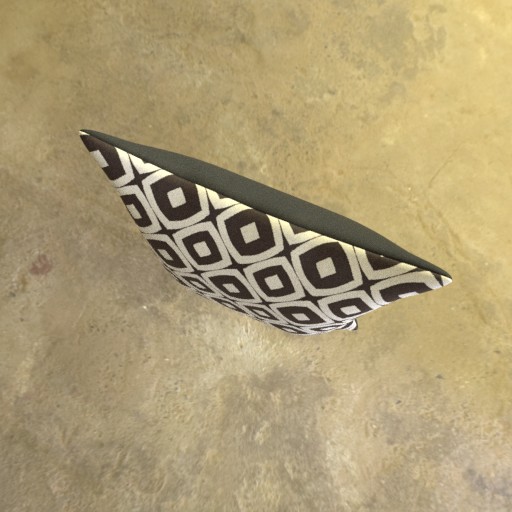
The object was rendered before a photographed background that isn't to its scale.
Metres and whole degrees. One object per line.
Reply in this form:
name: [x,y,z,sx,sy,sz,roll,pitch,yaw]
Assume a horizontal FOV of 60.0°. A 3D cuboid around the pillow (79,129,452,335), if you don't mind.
pillow: [0.000,0.000,0.784,0.504,0.494,0.188,23,75,6]
